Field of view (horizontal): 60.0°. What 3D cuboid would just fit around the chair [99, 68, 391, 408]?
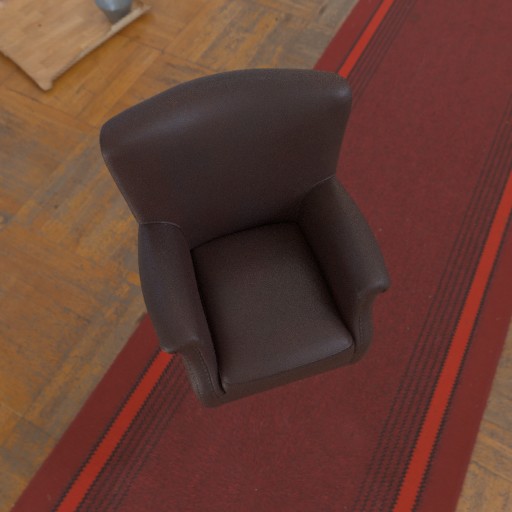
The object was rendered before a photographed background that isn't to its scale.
[{"bbox_3d":[0.000,0.000,1.372,0.700,0.800,0.746,-15,63,-8],"label":"chair"}]
